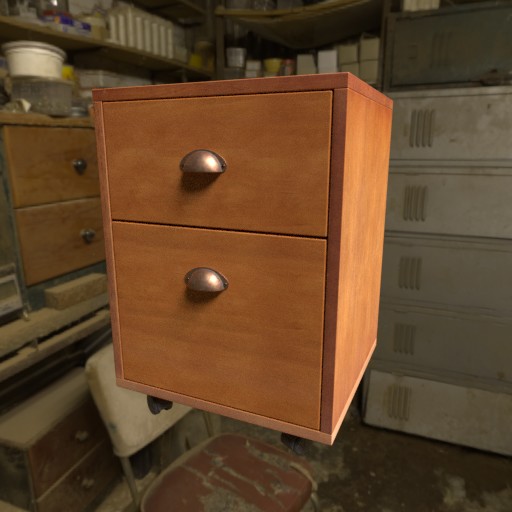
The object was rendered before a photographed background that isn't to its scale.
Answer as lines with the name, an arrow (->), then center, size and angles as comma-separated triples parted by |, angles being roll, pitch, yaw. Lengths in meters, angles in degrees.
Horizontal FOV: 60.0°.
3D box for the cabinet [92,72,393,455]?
cabinet -> 0.000, 0.000, 0.844 | 0.409, 0.579, 0.401 | 6, 15, 24
